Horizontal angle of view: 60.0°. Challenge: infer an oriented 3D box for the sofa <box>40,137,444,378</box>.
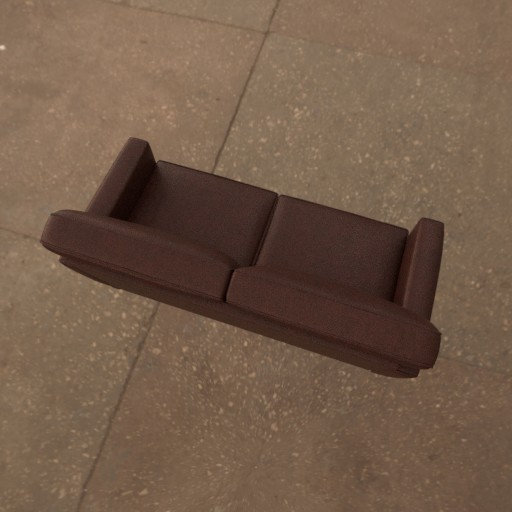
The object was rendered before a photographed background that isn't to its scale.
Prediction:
[{"bbox_3d":[0.000,0.000,2.422,1.876,0.928,0.912,17,66,8],"label":"sofa"}]
